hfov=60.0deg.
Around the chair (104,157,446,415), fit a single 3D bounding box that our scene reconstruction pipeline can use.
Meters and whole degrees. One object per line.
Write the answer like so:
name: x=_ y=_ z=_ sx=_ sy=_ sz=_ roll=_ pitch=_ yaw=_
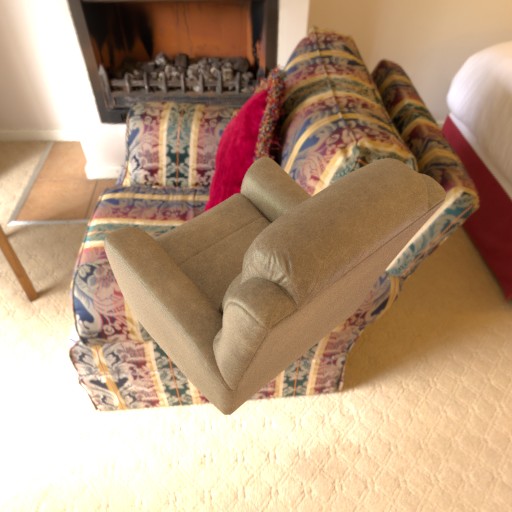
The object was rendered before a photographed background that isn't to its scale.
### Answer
chair: x=0.000 y=0.000 z=1.927 sx=0.965 sy=1.116 sz=1.068 roll=-32 pitch=54 yaw=-27
